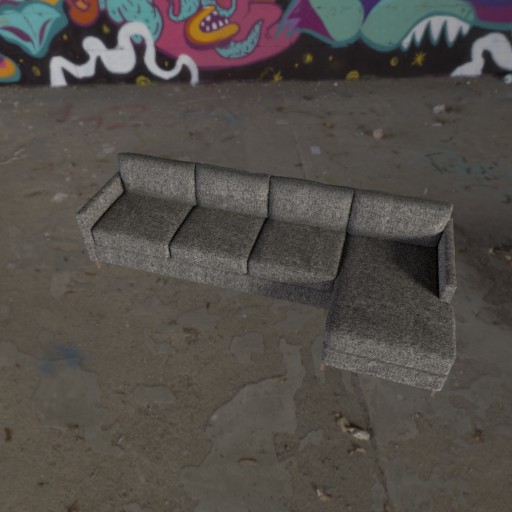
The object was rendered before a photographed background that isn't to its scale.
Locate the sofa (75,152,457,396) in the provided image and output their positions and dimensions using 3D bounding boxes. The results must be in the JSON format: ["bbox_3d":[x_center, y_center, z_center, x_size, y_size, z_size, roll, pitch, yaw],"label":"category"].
[{"bbox_3d":[0.000,0.000,4.020,3.384,0.970,1.488,11,43,12],"label":"sofa"}]
